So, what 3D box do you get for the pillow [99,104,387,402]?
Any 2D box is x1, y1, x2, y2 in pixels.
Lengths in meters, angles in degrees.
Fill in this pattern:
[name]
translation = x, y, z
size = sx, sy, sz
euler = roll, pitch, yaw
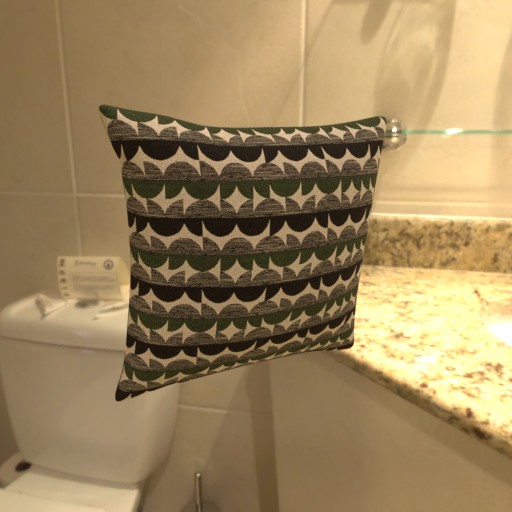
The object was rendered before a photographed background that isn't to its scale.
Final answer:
[pillow]
translation = 0.000, 0.000, 0.653
size = 0.419, 0.404, 0.180
euler = -6, 15, -24
